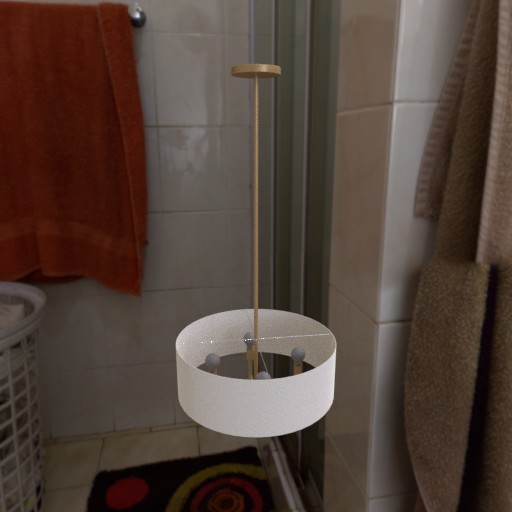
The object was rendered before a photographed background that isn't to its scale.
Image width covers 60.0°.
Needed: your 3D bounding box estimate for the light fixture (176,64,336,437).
[{"bbox_3d":[0.000,0.000,1.352,0.508,1.067,0.508,0,15,0],"label":"light fixture"}]
